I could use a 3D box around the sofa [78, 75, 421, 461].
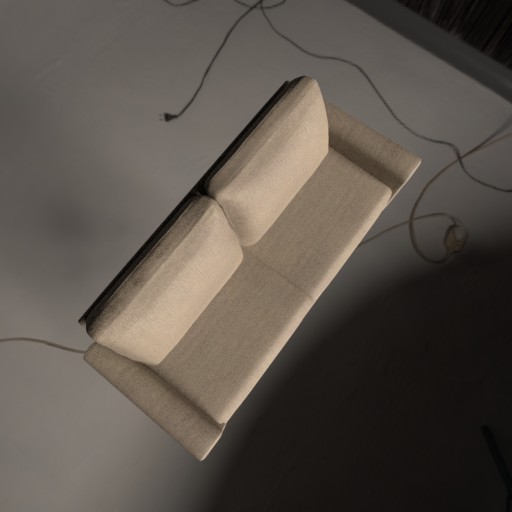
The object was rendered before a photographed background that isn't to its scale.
[{"bbox_3d":[0.000,0.000,2.433,0.842,0.942,1.935,36,78,9],"label":"sofa"}]
